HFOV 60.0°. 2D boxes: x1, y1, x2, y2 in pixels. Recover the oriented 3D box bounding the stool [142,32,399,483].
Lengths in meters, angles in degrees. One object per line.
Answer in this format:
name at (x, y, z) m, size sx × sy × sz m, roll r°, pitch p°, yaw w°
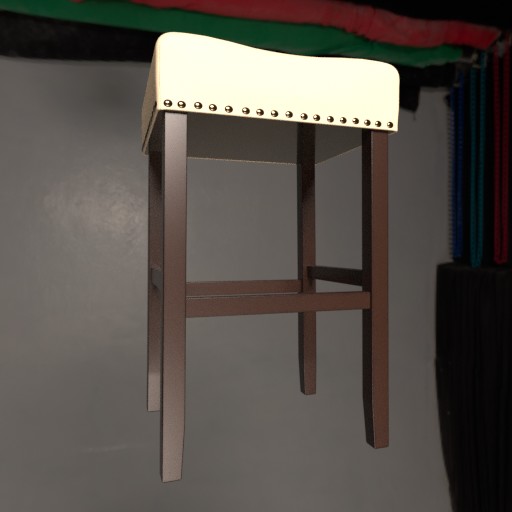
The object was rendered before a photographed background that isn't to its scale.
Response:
stool at (0.000, 0.000, 0.986) m, size 0.471 × 0.762 × 0.401 m, roll 0°, pitch 1°, yaw -18°
